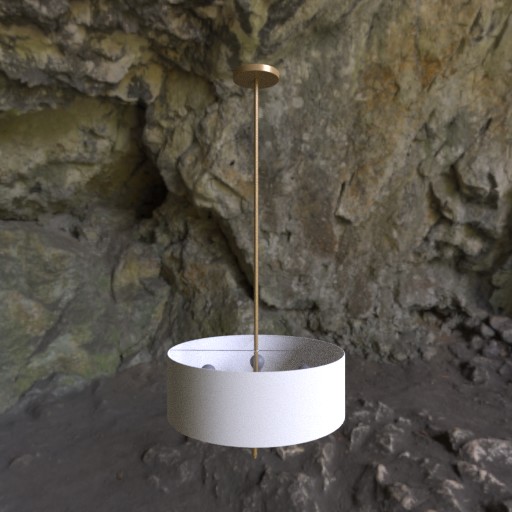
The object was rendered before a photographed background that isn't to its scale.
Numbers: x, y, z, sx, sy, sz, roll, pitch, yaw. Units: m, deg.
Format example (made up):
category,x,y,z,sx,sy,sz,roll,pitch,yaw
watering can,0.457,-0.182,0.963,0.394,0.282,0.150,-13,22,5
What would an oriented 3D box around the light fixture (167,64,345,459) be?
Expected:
category,x,y,z,sx,sy,sz,roll,pitch,yaw
light fixture,0.000,0.000,1.295,0.508,1.067,0.508,0,0,0
